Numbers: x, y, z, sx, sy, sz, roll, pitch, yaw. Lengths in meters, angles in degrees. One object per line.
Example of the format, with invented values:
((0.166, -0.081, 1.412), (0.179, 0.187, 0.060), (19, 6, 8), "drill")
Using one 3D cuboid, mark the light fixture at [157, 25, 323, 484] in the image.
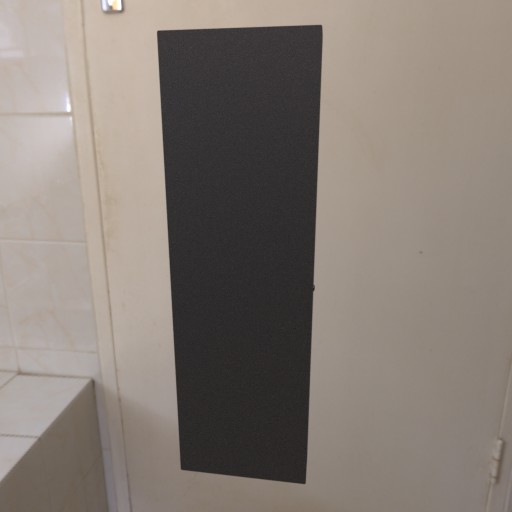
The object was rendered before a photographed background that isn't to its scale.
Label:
((0.000, 0.000, 0.386), (0.105, 0.330, 0.149), (2, 16, 8), "light fixture")
